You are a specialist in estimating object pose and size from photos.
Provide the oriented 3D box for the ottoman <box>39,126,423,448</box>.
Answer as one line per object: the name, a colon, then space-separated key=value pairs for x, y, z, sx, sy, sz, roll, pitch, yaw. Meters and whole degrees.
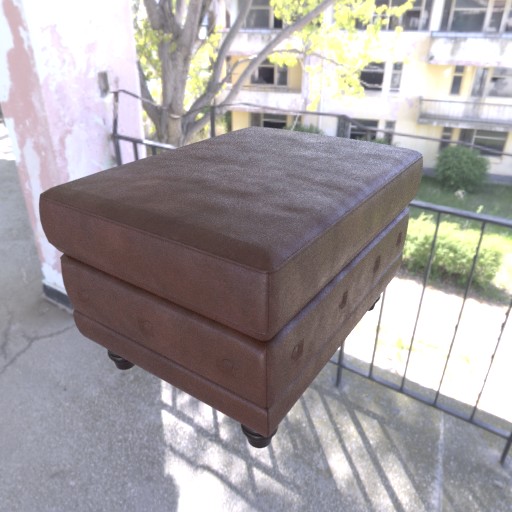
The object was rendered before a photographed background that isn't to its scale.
ottoman: x=0.000 y=0.000 z=1.162 sx=0.588 sy=0.509 sz=0.795 roll=18 pitch=33 yaw=30
